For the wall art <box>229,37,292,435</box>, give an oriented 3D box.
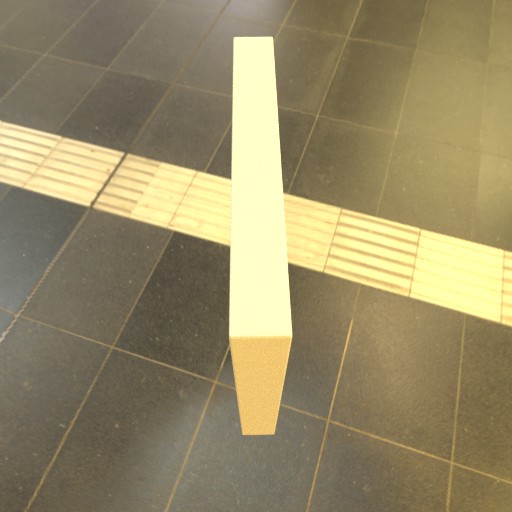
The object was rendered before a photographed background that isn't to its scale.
[{"bbox_3d":[0.000,0.000,0.471,0.038,0.305,0.305,-1,58,-1],"label":"wall art"}]
